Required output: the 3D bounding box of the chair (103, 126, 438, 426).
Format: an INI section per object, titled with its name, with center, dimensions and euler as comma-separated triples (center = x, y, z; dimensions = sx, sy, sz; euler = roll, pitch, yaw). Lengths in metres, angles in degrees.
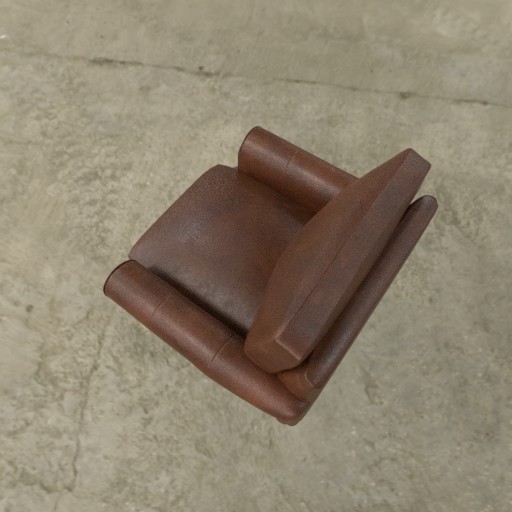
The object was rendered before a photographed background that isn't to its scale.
[chair]
center = 0.000, 0.000, 1.774
dimensions = 0.992, 0.972, 0.989
euler = 33, 67, 16
